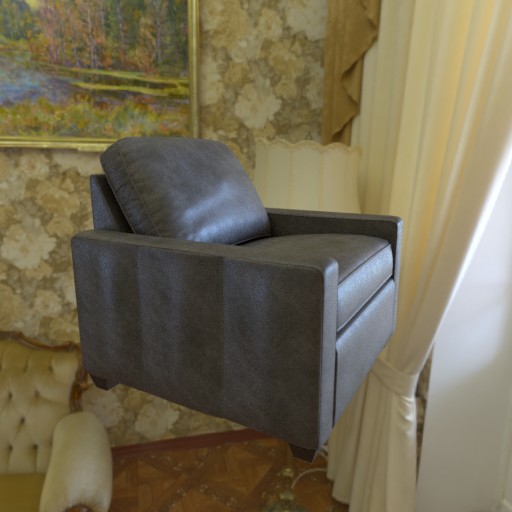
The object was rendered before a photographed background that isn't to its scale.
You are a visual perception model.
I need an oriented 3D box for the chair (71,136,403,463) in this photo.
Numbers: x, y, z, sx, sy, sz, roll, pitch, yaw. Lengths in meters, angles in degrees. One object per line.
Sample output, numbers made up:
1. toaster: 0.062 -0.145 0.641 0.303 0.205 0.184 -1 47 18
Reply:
1. chair: 0.000 0.000 1.748 0.939 0.916 1.006 7 15 28
